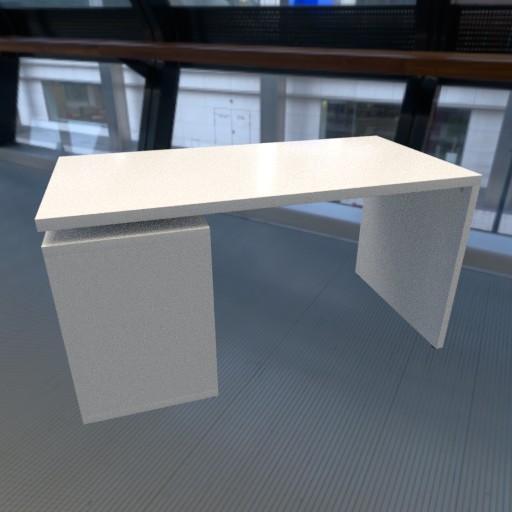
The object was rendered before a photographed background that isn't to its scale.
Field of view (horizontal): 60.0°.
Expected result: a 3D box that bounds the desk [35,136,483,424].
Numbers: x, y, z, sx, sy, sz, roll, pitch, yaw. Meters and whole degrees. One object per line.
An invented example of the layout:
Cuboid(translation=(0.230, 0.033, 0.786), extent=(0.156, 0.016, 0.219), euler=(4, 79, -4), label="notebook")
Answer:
Cuboid(translation=(0.000, 0.000, 1.783), extent=(1.400, 0.740, 0.690), euler=(-8, 27, -15), label="desk")
